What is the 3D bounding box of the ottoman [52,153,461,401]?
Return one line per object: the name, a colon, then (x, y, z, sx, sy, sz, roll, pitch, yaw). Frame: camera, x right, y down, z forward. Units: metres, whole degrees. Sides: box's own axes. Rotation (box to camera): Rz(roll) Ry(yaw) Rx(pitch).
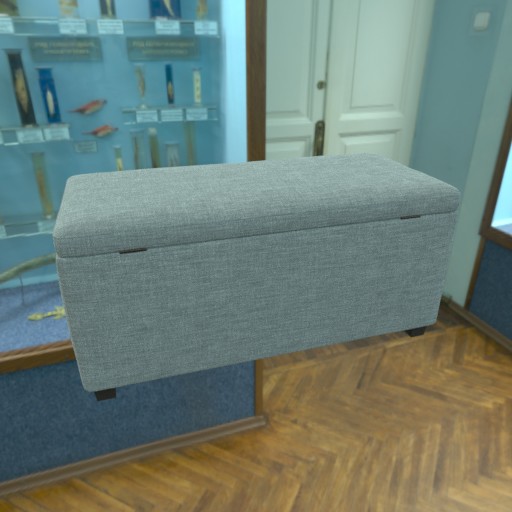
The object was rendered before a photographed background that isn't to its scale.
ottoman: (0.000, 0.000, 1.150, 0.902, 0.432, 0.419, -8, 27, -15)
